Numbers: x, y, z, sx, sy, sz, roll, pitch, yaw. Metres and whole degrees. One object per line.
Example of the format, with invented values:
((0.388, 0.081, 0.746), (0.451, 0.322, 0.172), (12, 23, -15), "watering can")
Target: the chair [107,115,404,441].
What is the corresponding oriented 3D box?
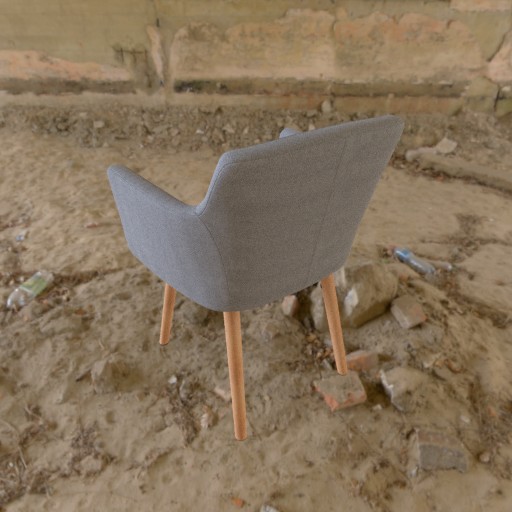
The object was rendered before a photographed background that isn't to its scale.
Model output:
((0.000, 0.000, 1.170), (0.570, 0.780, 0.540), (-21, 37, -30), "chair")
